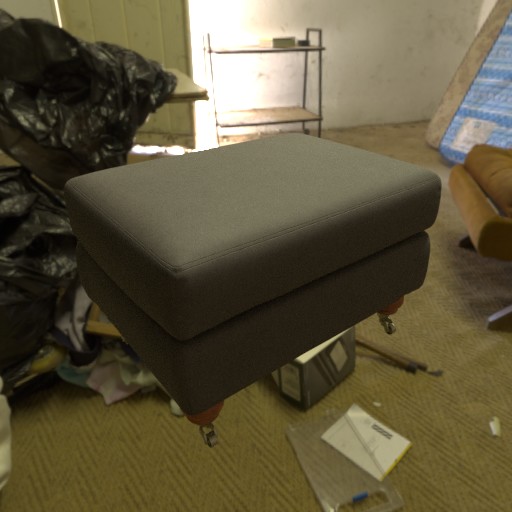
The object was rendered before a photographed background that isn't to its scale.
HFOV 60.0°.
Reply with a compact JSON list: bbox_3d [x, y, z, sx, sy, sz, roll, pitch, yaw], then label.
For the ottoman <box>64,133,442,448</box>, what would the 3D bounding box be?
[{"bbox_3d":[0.000,0.000,1.157,0.773,0.497,0.574,-21,35,-33],"label":"ottoman"}]
